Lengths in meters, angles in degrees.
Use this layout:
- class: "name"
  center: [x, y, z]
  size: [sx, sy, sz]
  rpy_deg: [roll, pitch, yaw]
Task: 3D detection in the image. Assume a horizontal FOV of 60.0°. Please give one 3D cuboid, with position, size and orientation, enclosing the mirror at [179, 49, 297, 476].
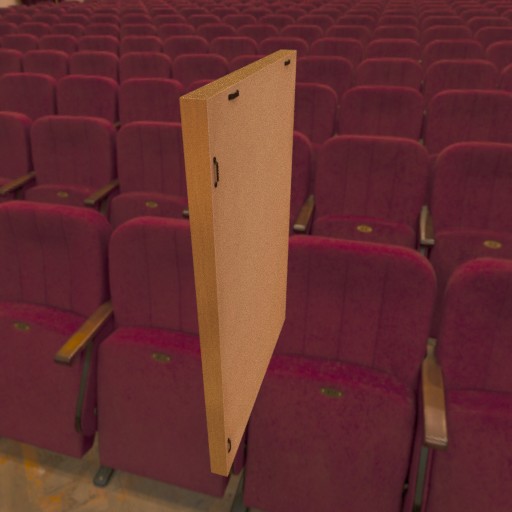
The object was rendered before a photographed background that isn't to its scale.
- class: "mirror"
  center: [0.000, 0.000, 0.897]
  size: [0.039, 0.710, 0.507]
  rpy_deg: [8, 32, 14]
